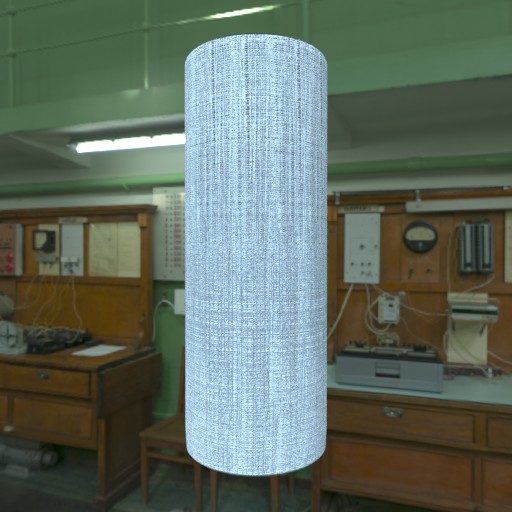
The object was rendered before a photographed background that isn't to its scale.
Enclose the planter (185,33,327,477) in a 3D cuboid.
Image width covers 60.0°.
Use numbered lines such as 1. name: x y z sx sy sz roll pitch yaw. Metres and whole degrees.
1. planter: 0.000 0.000 0.317 0.100 0.270 0.100 0 1 17
